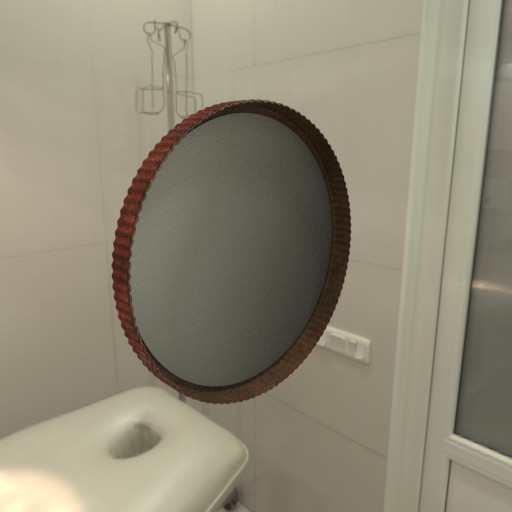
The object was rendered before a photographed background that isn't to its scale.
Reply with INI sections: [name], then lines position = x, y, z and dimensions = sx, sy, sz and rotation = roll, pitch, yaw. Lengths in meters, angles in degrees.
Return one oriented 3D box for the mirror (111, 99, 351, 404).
[mirror]
position = 0.000, 0.000, 0.915
dimensions = 0.609, 0.609, 0.056
rotation = -13, 18, -43
